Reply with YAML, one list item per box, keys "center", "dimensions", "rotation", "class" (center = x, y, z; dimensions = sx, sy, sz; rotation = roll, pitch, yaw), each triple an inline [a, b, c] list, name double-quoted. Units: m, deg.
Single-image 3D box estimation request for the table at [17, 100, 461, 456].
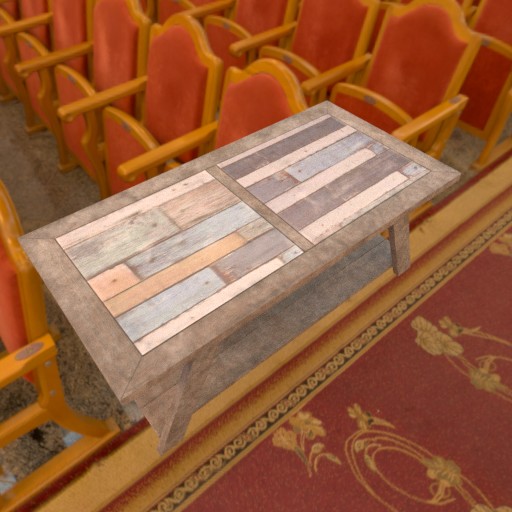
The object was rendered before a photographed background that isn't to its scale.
- center: [0.000, 0.000, 1.507]
  dimensions: [1.219, 0.470, 0.610]
  rotation: [-31, 55, -25]
  class: "table"
